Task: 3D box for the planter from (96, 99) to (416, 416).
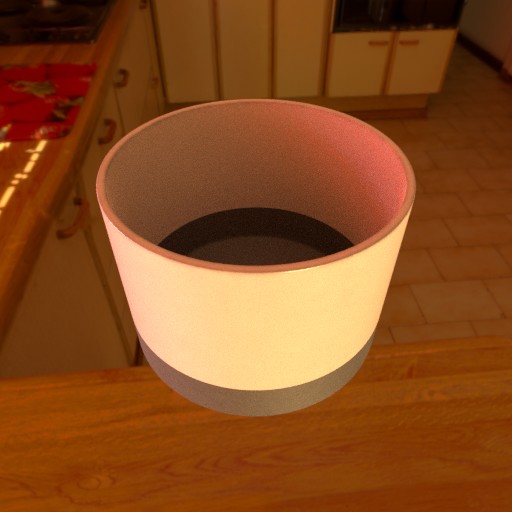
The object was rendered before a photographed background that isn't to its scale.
[{"bbox_3d":[0.000,0.000,0.219,0.128,0.105,0.128,0,43,0],"label":"planter"}]
